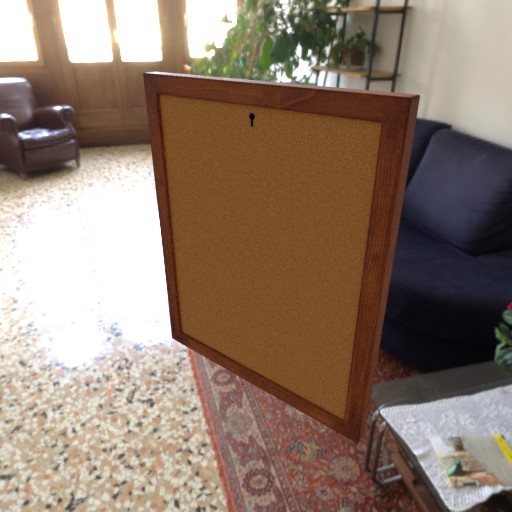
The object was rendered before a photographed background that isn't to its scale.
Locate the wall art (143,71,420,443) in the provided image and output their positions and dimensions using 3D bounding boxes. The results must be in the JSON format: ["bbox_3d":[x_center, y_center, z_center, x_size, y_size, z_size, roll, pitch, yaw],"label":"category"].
[{"bbox_3d":[0.000,0.000,0.758,0.462,0.558,0.030,20,34,33],"label":"wall art"}]
